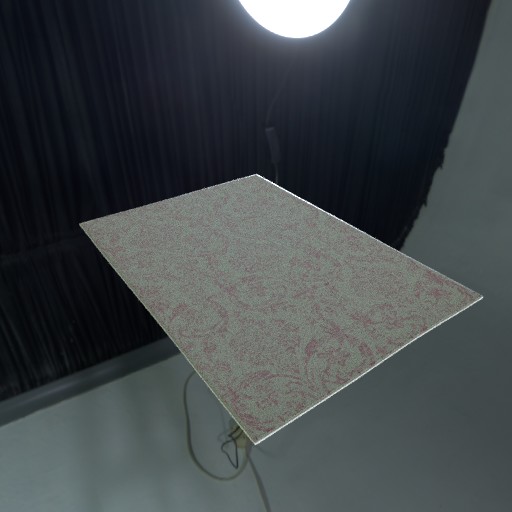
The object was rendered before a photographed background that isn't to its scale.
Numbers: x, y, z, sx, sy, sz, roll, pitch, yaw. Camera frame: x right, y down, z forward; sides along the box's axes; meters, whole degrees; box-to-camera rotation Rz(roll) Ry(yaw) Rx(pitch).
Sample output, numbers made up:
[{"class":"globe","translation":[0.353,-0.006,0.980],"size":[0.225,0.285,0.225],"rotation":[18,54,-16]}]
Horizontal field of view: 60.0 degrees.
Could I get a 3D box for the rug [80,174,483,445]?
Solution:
[{"class":"rug","translation":[0.000,0.000,2.874],"size":[1.598,0.014,2.202],"rotation":[-21,39,-29]}]
